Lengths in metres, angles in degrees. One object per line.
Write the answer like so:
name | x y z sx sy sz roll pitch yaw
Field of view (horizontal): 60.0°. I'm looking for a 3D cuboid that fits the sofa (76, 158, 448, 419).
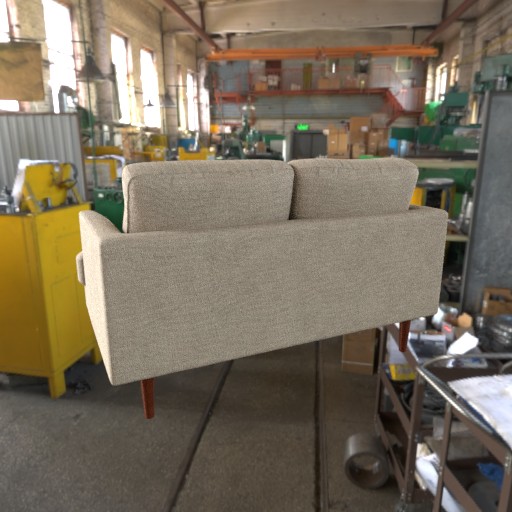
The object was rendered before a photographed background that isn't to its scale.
sofa | 0.000 0.000 2.161 1.582 0.944 0.903 -7 16 -25
